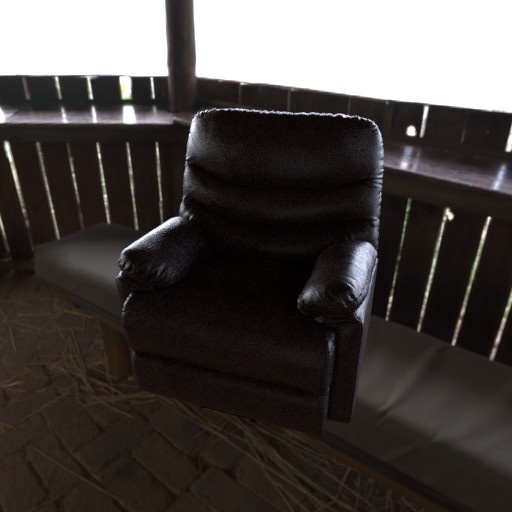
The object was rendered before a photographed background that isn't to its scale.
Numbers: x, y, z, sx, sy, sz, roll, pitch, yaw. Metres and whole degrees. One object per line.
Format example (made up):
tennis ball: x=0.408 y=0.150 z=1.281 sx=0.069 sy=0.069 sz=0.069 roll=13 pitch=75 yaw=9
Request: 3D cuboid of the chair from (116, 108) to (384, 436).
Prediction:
chair: x=0.000 y=0.000 z=1.791 sx=0.940 sy=1.041 sz=0.879 roll=9 pitch=28 yaw=16
